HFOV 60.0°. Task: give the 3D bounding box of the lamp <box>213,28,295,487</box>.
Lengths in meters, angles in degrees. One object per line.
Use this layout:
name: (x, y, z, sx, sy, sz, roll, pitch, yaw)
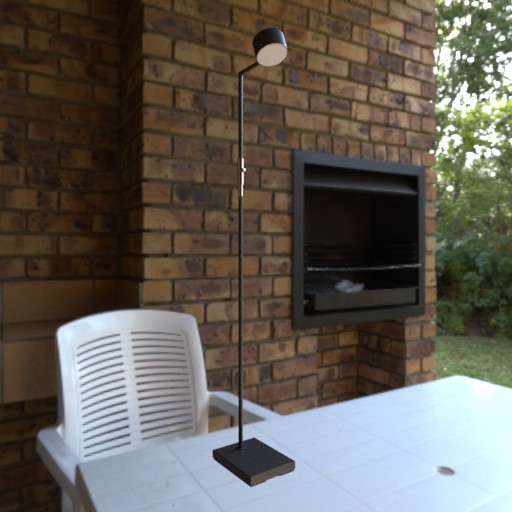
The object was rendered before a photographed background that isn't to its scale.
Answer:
lamp: (0.000, 0.000, 1.670, 0.203, 1.600, 0.304, 0, 1, -36)
